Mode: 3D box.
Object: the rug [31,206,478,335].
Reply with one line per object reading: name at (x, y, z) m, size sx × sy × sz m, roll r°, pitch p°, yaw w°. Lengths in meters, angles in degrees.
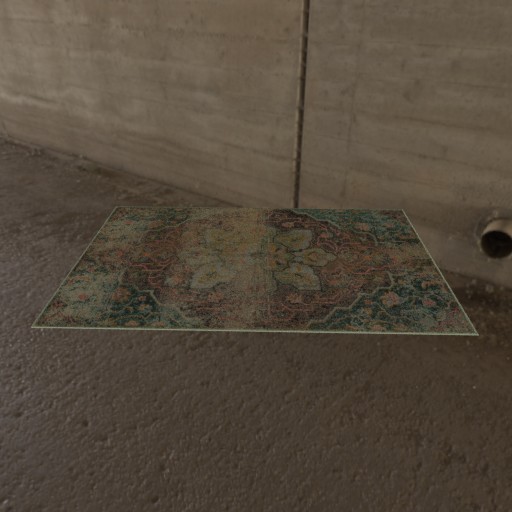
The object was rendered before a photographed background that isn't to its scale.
rug at (0.000, 0.000, 2.964) m, size 2.363 × 0.004 × 1.566 m, roll 1°, pitch 31°, yaw 2°
